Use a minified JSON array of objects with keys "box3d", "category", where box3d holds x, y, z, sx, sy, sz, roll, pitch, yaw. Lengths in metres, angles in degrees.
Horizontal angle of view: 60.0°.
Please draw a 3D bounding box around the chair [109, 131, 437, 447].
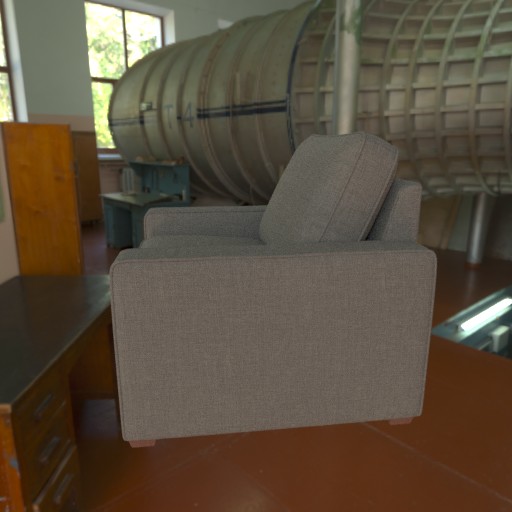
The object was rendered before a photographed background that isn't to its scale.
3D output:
[{"box3d":[0.000,0.000,1.709,0.940,0.919,1.017,-2,14,-8],"category":"chair"}]
